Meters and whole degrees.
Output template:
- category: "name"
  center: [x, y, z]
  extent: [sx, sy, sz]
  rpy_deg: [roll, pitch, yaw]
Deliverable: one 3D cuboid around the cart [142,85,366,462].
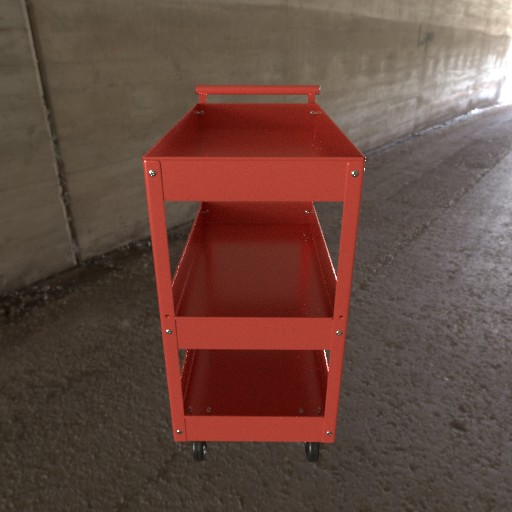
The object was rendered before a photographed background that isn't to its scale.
- category: "cart"
  center: [0.000, 0.000, 1.161]
  extent: [0.366, 0.780, 0.719]
  rpy_deg: [0, 26, 1]
